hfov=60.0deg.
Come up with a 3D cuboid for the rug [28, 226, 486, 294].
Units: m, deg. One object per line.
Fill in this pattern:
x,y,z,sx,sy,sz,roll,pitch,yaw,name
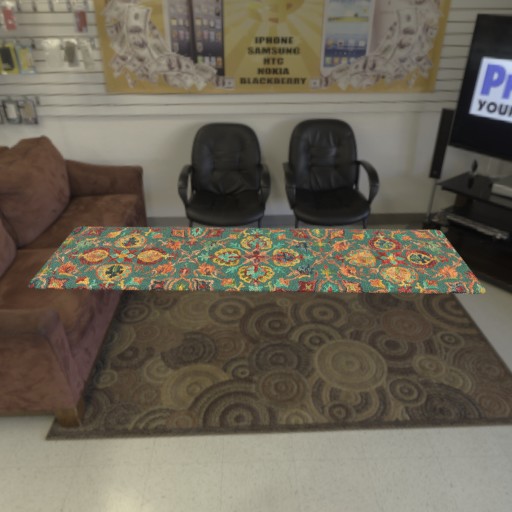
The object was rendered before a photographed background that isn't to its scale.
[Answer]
0.000,0.000,2.489,2.286,0.013,0.686,1,30,1,rug
